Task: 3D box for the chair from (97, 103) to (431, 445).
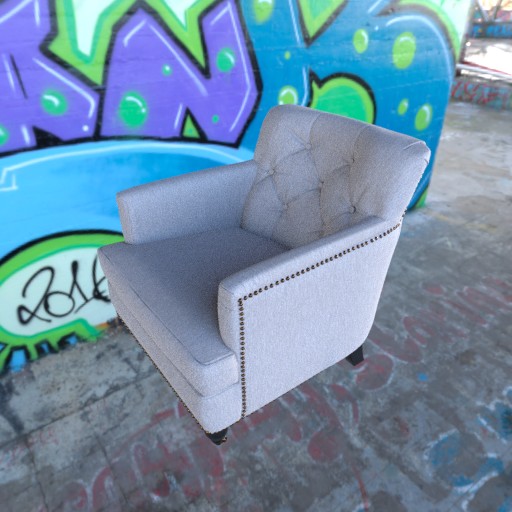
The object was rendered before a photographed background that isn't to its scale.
[{"bbox_3d":[0.000,0.000,1.533,0.902,0.823,0.737,-21,37,-30],"label":"chair"}]
